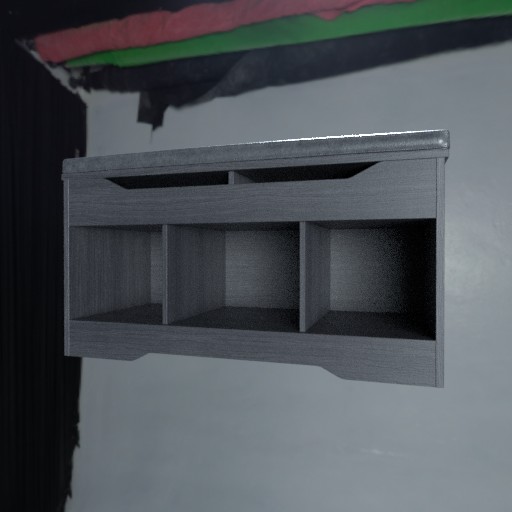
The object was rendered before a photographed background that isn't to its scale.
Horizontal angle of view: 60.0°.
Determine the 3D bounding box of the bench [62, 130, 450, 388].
[{"bbox_3d":[0.000,0.000,1.172,0.905,0.501,0.401,0,1,18],"label":"bench"}]
